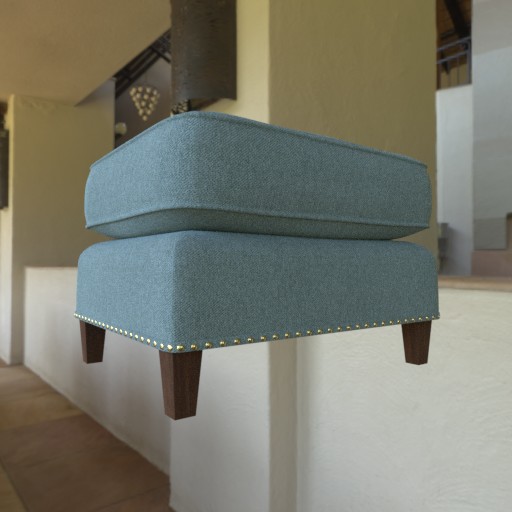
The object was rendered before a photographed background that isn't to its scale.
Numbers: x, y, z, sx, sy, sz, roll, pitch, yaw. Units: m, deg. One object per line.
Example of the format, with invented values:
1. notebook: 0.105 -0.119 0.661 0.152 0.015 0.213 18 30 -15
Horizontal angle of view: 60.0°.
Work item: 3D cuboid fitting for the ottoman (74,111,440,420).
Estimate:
1. ottoman: 0.000 0.000 1.115 0.738 0.537 0.589 1 -1 -36
